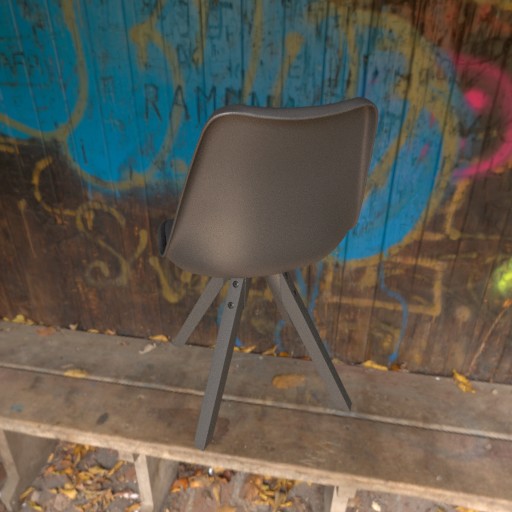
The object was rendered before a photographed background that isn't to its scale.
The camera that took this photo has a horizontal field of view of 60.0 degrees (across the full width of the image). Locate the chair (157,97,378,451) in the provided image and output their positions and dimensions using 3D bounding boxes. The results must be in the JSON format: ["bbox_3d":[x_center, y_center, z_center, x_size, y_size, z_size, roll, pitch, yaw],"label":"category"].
[{"bbox_3d":[0.000,0.000,1.148,0.485,0.850,0.530,-9,30,-15],"label":"chair"}]
